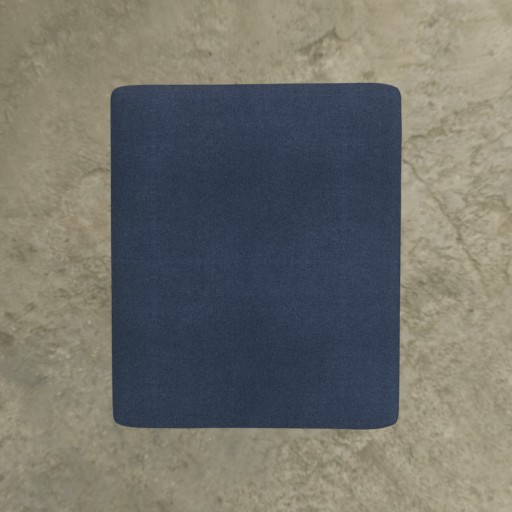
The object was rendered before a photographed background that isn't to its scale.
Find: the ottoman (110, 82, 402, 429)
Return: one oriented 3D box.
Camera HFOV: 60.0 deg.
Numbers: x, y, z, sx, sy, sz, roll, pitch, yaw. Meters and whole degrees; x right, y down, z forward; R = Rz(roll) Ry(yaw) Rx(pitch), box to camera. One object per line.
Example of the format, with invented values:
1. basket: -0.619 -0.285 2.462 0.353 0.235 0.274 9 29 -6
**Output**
1. ottoman: 0.000 0.000 1.217 0.693 0.474 0.821 0 91 1
